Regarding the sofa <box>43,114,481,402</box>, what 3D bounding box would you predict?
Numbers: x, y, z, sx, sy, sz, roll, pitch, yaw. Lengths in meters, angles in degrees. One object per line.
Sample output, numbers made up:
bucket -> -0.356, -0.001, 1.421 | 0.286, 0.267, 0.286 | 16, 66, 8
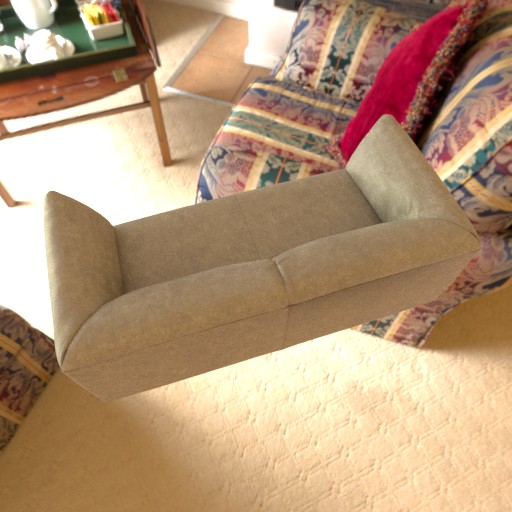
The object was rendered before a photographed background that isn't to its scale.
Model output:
sofa -> 0.000, 0.000, 2.299 | 1.878, 0.747, 0.905 | -15, 59, -9
